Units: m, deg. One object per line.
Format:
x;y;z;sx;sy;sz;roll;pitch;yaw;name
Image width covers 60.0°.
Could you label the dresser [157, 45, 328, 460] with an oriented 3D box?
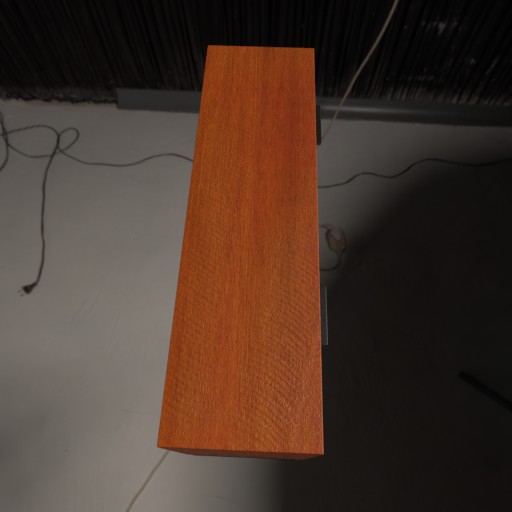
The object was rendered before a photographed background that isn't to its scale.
0.000;0.000;1.867;0.464;0.810;1.536;2;64;1;dresser
